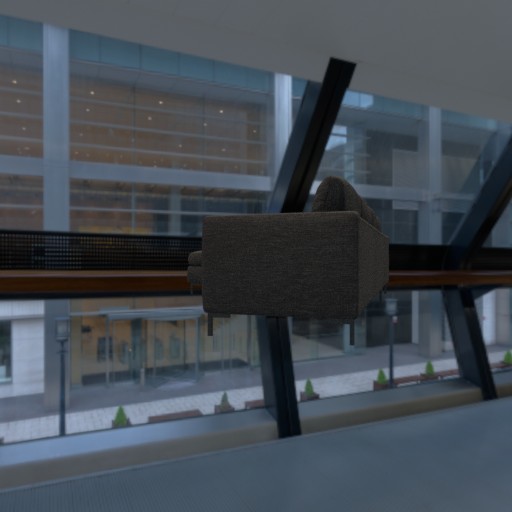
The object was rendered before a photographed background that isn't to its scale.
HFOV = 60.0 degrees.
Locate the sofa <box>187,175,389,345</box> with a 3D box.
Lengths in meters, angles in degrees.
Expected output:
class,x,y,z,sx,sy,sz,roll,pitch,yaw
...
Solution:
class,x,y,z,sx,sy,sz,roll,pitch,yaw
sofa,0.000,0.000,3.710,2.007,0.815,2.949,0,0,19
